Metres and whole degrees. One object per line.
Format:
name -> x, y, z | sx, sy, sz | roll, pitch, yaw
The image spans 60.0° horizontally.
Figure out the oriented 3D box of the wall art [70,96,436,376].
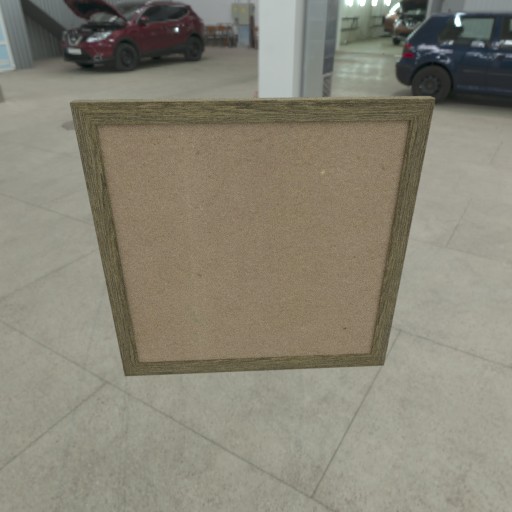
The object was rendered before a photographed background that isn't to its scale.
wall art -> 0.000, 0.000, 0.749 | 0.508, 0.508, 0.019 | -2, 30, -3
